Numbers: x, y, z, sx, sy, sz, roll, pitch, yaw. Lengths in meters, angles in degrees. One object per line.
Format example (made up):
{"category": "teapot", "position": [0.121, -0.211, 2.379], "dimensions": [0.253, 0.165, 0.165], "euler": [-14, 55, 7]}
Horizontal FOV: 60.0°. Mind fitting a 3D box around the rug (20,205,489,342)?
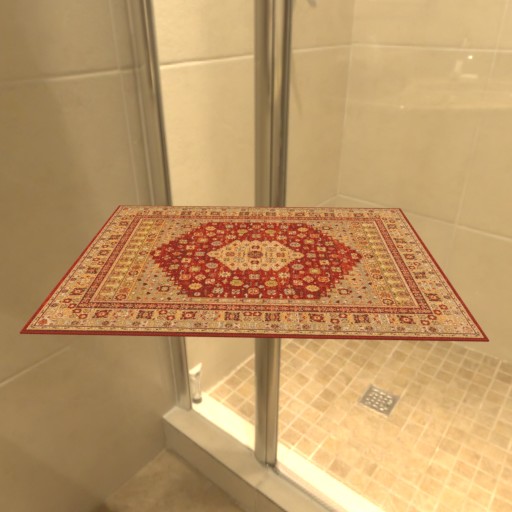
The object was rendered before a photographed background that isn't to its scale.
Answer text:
{"category": "rug", "position": [0.000, 0.000, 2.783], "dimensions": [2.211, 0.013, 1.593], "euler": [1, 29, 1]}
